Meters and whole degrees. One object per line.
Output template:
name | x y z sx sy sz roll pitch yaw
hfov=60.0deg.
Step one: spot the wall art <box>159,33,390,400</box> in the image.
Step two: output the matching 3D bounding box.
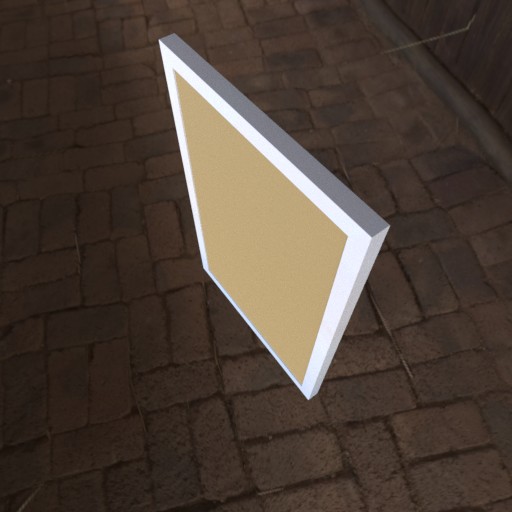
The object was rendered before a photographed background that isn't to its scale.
wall art | 0.000 0.000 1.166 0.039 0.915 0.612 -32 63 -19
